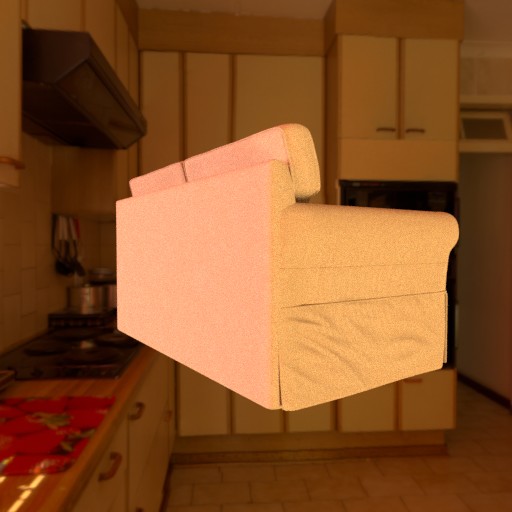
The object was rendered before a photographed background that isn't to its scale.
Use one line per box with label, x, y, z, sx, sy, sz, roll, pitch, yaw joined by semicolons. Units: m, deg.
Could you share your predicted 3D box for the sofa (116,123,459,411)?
sofa;0.000;0.000;2.330;0.991;0.940;1.727;-1;2;-34
